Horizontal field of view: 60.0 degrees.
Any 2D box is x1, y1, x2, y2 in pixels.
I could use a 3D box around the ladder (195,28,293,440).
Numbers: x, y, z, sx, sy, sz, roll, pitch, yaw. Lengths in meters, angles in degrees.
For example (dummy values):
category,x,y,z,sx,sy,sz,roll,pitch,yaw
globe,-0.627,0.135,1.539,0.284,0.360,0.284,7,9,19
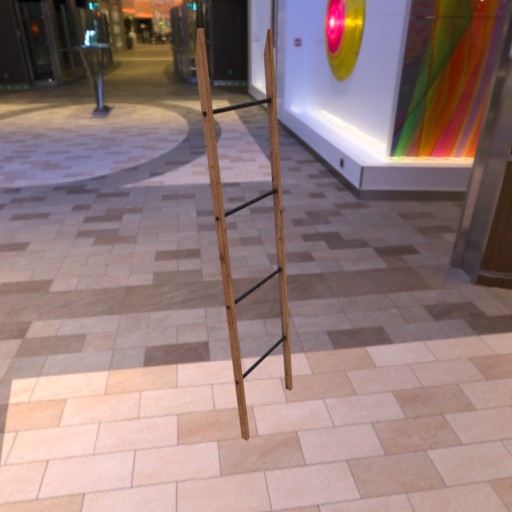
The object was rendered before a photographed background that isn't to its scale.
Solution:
category,x,y,z,sx,sy,sz,roll,pitch,yaw
ladder,0.000,0.000,1.978,0.200,1.805,0.442,18,32,31
